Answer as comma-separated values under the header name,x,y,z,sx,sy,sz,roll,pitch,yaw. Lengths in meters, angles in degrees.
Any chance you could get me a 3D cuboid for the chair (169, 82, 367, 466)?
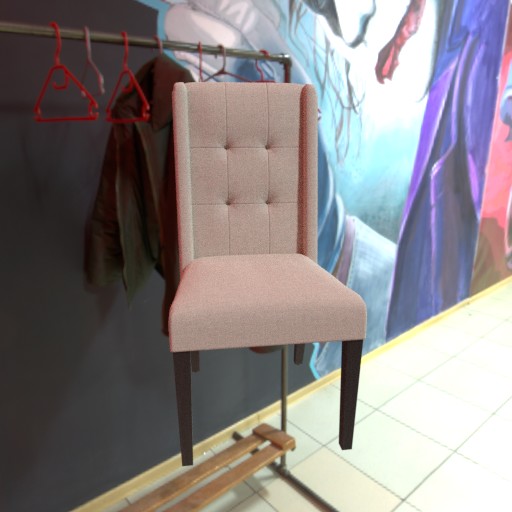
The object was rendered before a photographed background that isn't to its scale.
name,x,y,z,sx,sy,sz,roll,pitch,yaw
chair,0.000,0.000,1.256,0.474,0.961,0.523,-2,16,-8
